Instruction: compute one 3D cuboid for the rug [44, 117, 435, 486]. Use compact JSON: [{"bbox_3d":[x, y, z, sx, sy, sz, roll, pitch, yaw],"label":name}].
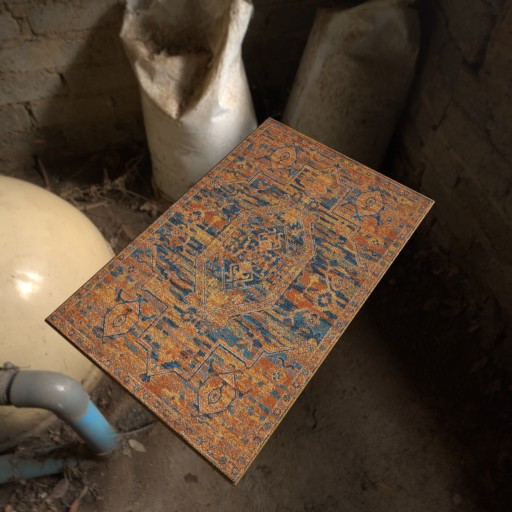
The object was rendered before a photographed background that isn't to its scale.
[{"bbox_3d":[0.000,0.000,1.103,0.557,0.008,0.863,33,63,19],"label":"rug"}]
